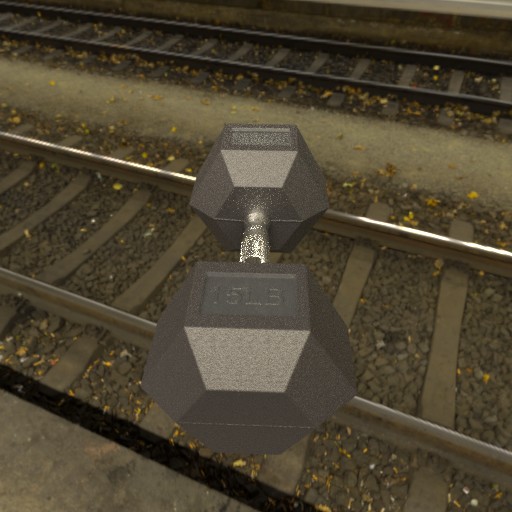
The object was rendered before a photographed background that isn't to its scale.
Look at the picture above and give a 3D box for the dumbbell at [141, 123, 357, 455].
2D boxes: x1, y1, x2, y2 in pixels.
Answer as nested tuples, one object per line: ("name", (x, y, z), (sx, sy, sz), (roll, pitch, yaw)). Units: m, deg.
("dumbbell", (0.000, 0.000, 0.335), (0.122, 0.106, 0.271), (1, 41, 2))
